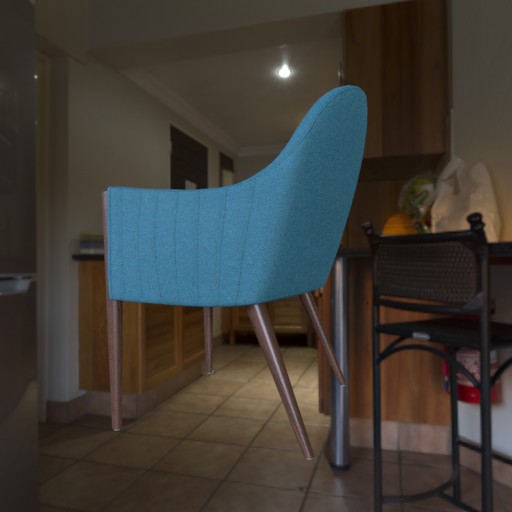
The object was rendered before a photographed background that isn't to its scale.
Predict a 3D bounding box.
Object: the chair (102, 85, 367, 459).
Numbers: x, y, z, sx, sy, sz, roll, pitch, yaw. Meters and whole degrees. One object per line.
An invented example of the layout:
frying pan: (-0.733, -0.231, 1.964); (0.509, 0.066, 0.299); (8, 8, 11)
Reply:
chair: (0.000, 0.000, 1.341); (0.652, 0.907, 0.656); (0, 0, 19)
